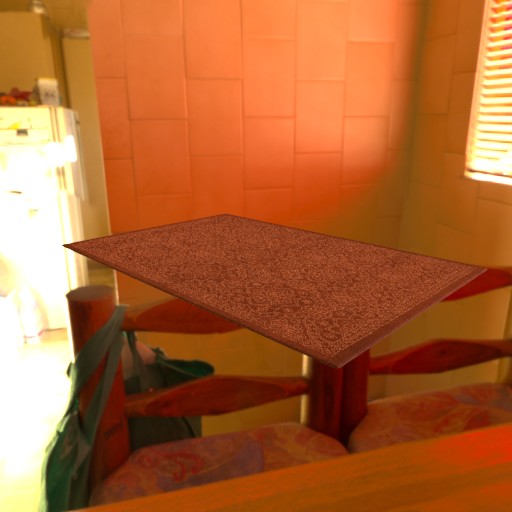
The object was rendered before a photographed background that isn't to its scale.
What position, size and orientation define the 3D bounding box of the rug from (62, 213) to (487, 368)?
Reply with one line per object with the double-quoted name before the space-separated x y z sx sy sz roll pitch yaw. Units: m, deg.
"rug" 0.000 0.000 2.257 1.829 0.010 1.219 16 23 42
